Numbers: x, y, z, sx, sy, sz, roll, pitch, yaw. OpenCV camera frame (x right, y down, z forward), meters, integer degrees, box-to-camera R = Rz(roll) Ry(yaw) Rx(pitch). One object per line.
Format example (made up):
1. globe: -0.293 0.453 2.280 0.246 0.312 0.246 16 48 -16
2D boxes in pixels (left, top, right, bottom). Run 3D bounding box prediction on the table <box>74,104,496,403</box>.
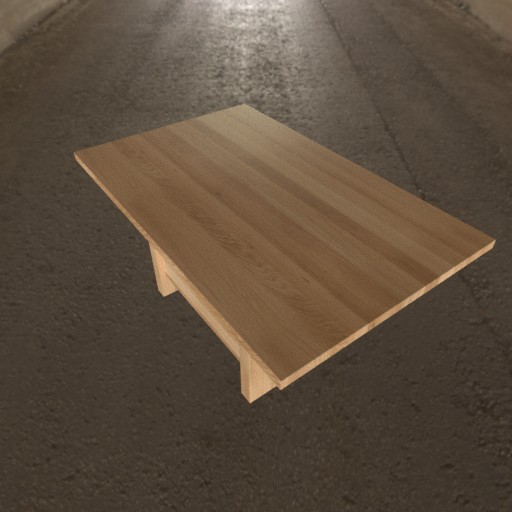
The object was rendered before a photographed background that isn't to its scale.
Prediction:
1. table: 0.000 0.000 1.466 0.700 0.510 1.100 -26 47 -27
